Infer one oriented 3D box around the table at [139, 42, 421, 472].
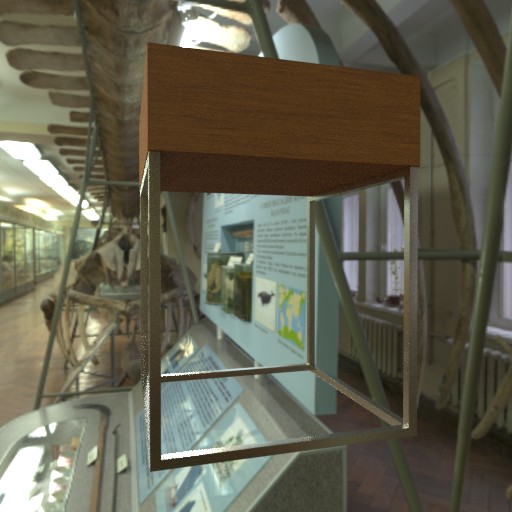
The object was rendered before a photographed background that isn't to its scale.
[{"bbox_3d":[0.000,0.000,0.802,0.397,0.540,0.398,0,1,-16],"label":"table"}]
